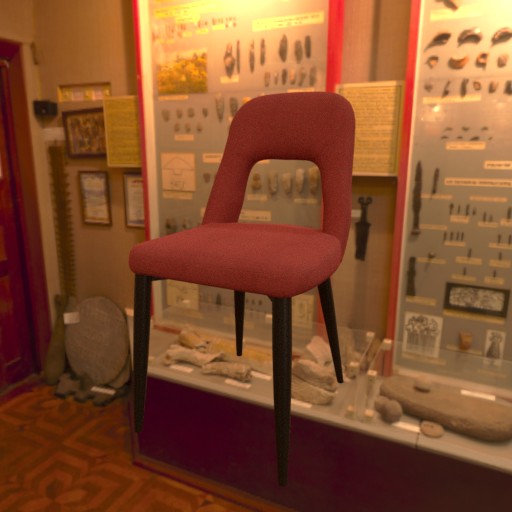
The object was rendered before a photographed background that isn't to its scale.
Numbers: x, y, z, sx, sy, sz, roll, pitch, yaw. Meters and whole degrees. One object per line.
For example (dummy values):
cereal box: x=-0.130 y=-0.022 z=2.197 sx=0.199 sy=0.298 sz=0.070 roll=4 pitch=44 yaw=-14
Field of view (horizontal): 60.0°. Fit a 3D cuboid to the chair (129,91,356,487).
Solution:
chair: x=0.000 y=0.000 z=1.207 sx=0.483 sy=0.892 sz=0.569 roll=7 pitch=16 yaw=27
